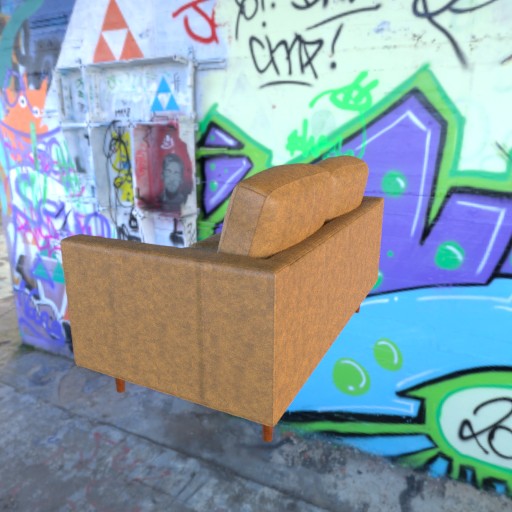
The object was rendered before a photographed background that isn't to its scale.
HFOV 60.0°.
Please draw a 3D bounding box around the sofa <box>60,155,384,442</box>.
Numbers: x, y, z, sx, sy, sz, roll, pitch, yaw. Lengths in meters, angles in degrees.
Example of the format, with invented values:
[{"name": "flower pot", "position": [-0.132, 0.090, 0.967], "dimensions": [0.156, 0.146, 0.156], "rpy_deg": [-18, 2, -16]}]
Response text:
[{"name": "sofa", "position": [0.000, 0.000, 2.181], "dimensions": [0.909, 0.951, 1.578], "rpy_deg": [8, 18, 25]}]
